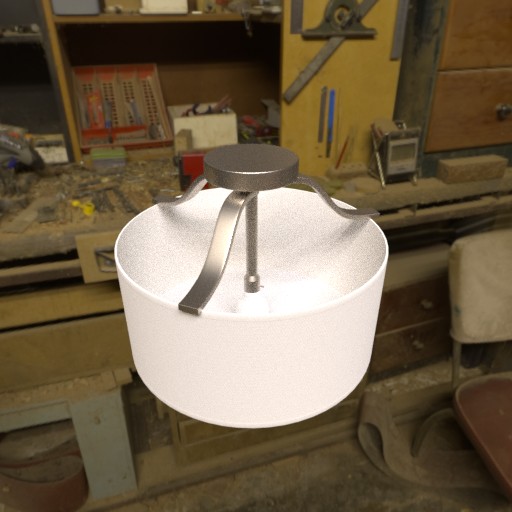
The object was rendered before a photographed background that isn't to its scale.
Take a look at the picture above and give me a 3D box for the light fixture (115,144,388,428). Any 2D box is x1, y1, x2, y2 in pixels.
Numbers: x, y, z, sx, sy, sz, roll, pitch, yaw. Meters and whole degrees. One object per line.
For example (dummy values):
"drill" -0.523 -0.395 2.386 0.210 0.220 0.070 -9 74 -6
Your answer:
"light fixture" 0.000 0.000 0.659 0.395 0.304 0.395 0 30 0
